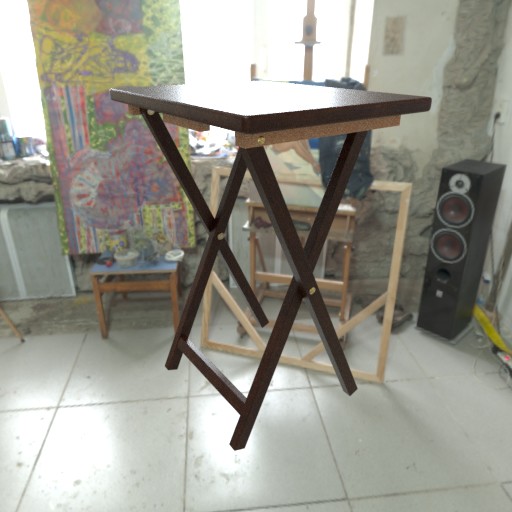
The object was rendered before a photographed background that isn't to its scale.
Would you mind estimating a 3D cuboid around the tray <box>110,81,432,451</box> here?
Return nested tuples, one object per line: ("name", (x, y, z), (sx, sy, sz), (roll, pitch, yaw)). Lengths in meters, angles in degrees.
("tray", (0.000, 0.000, 0.949), (0.381, 0.660, 0.483), (-17, 30, -32))
